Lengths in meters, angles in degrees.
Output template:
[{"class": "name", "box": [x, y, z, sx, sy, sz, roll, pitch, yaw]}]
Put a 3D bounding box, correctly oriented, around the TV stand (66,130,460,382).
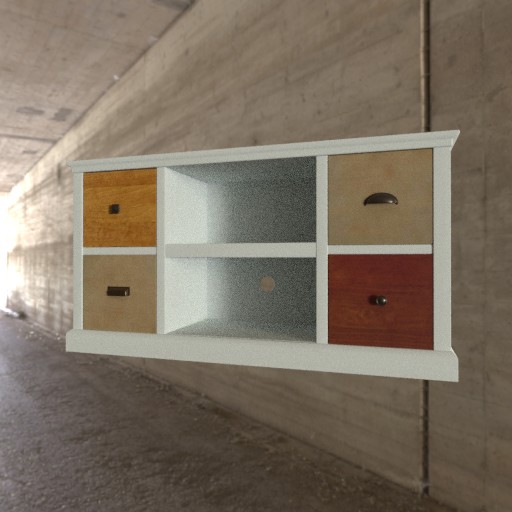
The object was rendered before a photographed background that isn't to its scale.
[{"class": "TV stand", "box": [0.000, 0.000, 1.467, 1.187, 0.624, 0.424, 0, 0, 18]}]
